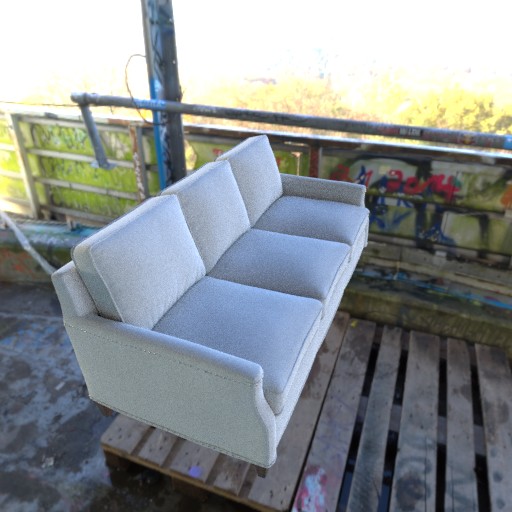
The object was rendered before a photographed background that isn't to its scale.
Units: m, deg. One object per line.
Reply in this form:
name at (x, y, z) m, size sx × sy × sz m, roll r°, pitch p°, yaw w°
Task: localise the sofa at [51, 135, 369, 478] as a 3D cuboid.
sofa at (0.000, 0.000, 2.798) m, size 1.084 × 1.003 × 2.246 m, roll 12°, pitch 32°, yaw 20°
